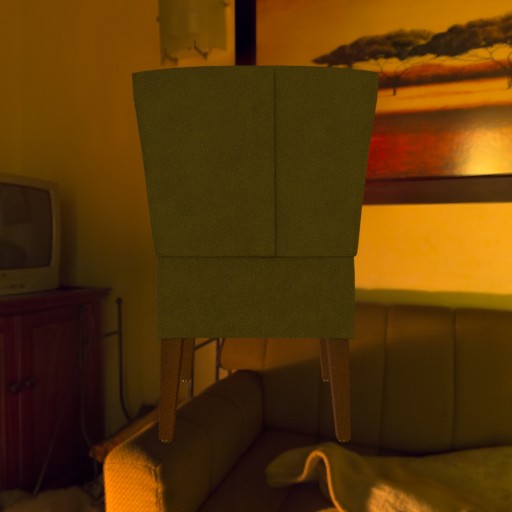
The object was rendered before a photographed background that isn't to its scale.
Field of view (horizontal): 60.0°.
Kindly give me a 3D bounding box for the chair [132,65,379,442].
[{"bbox_3d":[0.000,0.000,1.187,0.521,0.806,0.554,0,1,0],"label":"chair"}]
